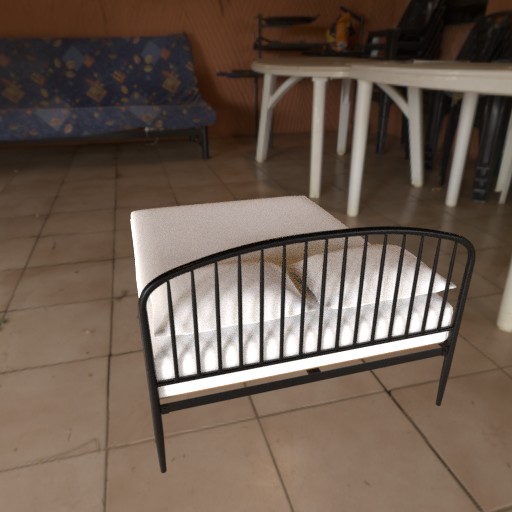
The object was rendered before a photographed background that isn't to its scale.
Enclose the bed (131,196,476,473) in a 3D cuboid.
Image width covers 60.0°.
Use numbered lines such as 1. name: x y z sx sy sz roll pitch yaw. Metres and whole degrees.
1. bed: 0.000 0.000 3.042 1.618 1.166 2.159 -7 26 -15
